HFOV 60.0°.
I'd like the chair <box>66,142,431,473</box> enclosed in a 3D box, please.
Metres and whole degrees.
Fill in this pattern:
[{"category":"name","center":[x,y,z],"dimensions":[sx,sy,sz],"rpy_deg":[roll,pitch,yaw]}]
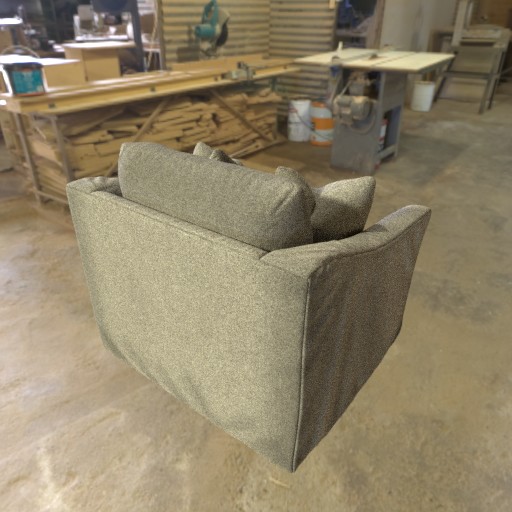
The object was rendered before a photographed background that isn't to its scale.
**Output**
[{"category":"chair","center":[0.000,0.000,2.025],"dimensions":[1.194,1.059,1.071],"rpy_deg":[21,36,32]}]
